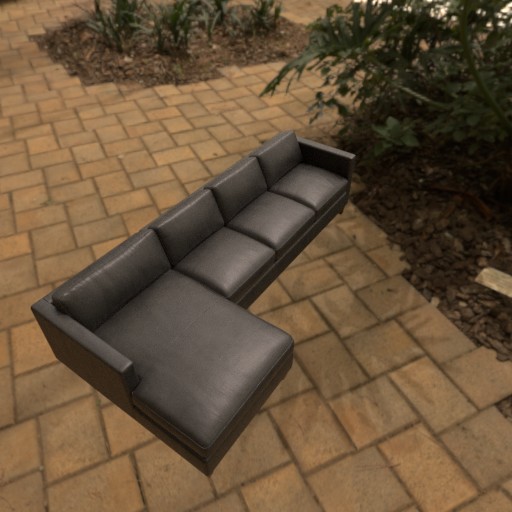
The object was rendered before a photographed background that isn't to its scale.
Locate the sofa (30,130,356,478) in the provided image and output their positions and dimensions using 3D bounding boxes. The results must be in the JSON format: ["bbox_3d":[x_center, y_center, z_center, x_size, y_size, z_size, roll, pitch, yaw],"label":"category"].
[{"bbox_3d":[0.000,0.000,3.882,1.581,0.883,3.203,26,48,25],"label":"sofa"}]
